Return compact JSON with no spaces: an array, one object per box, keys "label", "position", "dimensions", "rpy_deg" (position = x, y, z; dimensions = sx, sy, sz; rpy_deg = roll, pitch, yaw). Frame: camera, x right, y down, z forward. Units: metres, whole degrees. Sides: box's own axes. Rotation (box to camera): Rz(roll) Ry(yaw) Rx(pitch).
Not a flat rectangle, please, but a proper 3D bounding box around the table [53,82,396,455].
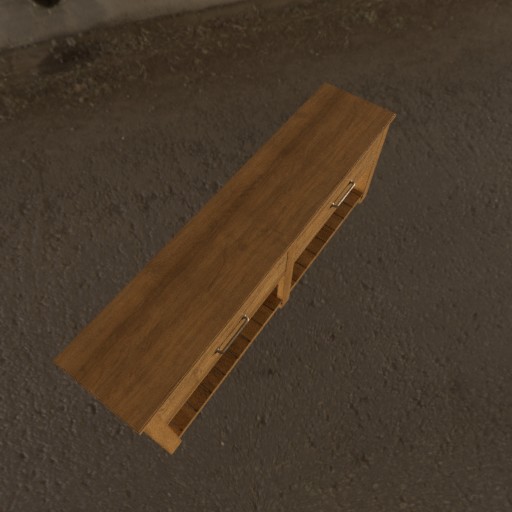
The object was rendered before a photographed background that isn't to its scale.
[{"label":"table","position":[0.000,0.000,2.115],"dimensions":[0.425,0.635,1.815],"rpy_deg":[32,64,18]}]
